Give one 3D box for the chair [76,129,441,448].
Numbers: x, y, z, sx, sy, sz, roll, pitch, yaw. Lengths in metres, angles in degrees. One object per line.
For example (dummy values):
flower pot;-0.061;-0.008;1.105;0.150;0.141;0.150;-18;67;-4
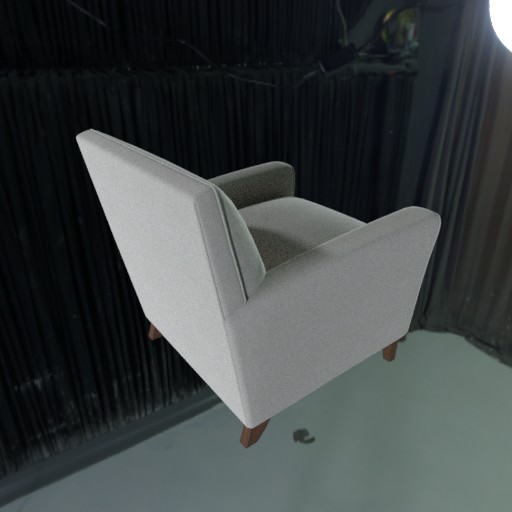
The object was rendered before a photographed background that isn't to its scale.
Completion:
chair;0.000;0.000;1.553;0.871;0.846;0.840;-18;32;-32
